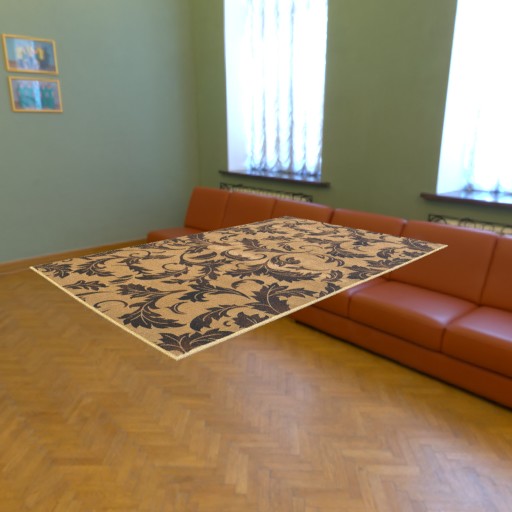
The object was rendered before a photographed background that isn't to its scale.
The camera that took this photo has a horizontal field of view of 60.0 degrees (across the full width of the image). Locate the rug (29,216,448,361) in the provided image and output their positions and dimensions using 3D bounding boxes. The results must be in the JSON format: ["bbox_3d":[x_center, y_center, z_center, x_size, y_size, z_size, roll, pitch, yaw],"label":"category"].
[{"bbox_3d":[0.000,0.000,2.847,2.284,0.008,1.522,-15,22,-42],"label":"rug"}]
